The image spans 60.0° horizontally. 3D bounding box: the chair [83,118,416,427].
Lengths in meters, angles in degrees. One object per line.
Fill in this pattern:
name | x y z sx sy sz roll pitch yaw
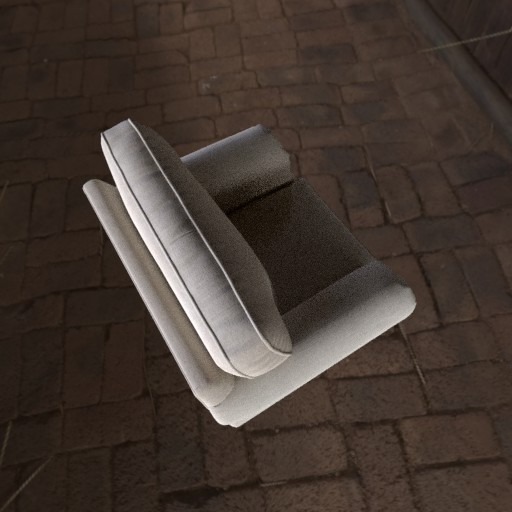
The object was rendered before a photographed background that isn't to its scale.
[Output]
chair | 0.000 0.000 1.826 0.965 0.961 1.092 -28 63 -16
